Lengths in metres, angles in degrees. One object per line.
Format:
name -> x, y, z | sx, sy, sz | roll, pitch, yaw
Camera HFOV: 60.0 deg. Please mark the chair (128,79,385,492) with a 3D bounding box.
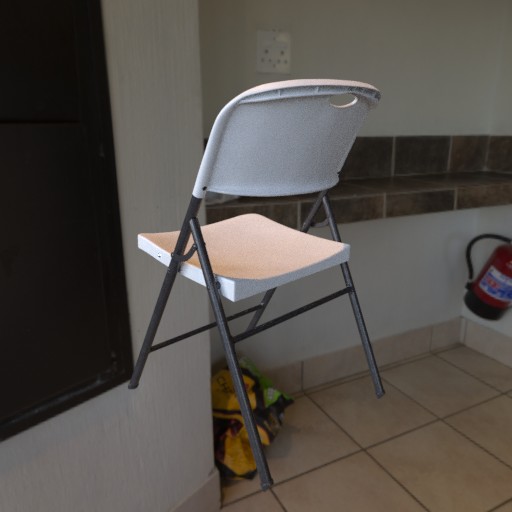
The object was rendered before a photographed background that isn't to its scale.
chair -> 0.000, 0.000, 1.149 | 0.566, 0.810, 0.494 | 15, 22, 42
